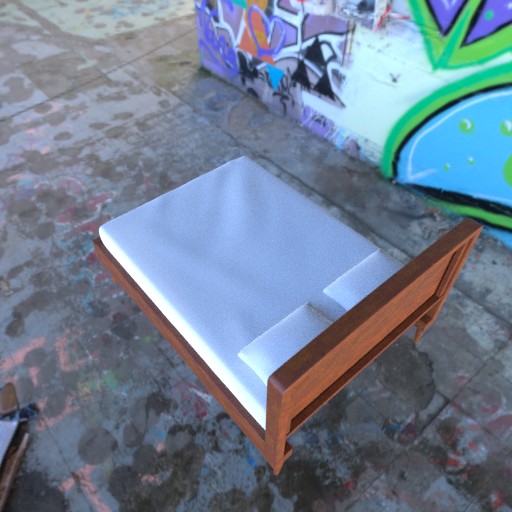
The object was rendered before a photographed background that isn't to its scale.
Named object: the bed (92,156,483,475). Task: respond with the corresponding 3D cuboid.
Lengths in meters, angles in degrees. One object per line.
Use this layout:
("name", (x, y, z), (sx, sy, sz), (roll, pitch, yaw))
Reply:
("bed", (0.000, 0.000, 3.218), (1.587, 1.275, 2.196), (-32, 55, -26))
